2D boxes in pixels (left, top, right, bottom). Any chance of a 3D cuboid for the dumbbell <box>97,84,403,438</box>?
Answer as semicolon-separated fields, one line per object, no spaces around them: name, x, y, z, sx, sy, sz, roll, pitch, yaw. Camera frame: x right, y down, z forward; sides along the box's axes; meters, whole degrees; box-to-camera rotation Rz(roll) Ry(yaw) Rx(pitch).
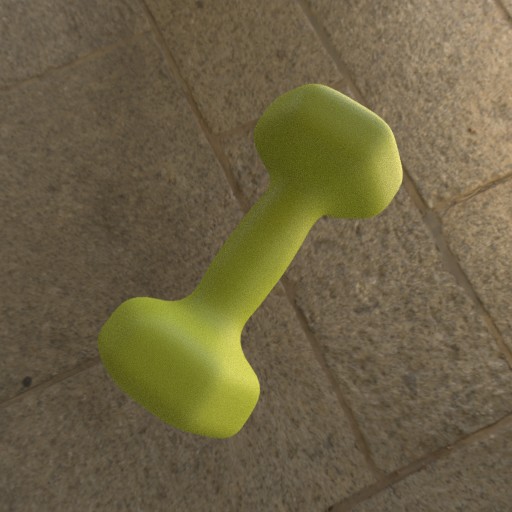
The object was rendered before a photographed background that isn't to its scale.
dumbbell;0.000;0.000;0.213;0.080;0.072;0.164;35;80;7
